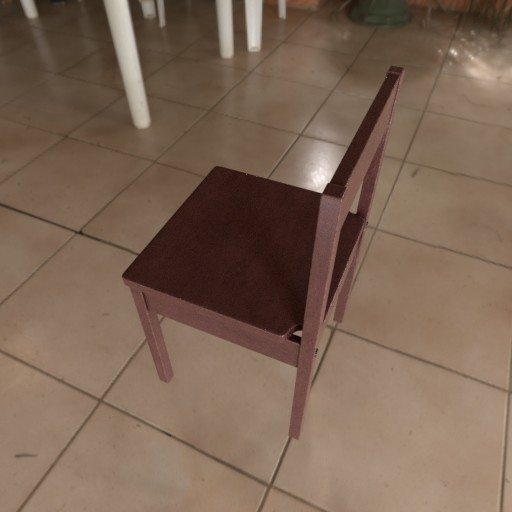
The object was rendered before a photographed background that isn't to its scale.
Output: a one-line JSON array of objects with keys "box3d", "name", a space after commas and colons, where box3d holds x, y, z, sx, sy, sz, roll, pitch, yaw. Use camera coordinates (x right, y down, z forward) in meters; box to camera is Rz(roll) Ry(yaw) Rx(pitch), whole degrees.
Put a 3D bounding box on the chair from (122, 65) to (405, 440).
[{"box3d": [0.000, 0.000, 0.874, 0.361, 0.668, 0.367, 18, 49, 16], "name": "chair"}]
